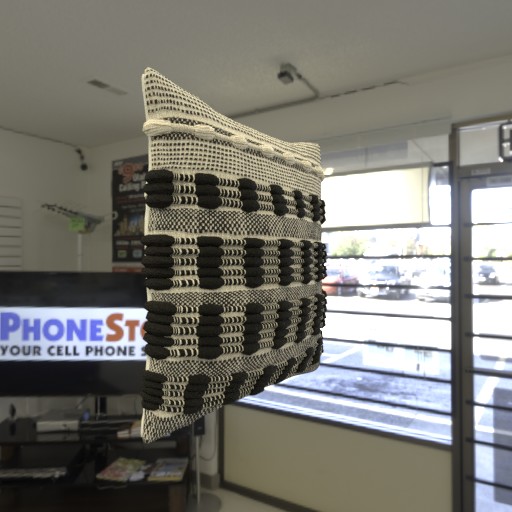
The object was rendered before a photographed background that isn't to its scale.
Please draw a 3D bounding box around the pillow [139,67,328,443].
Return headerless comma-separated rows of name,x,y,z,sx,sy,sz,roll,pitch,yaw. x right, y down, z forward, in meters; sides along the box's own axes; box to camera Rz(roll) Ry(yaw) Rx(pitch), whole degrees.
pillow,0.000,0.000,0.685,0.156,0.438,0.436,0,0,35
